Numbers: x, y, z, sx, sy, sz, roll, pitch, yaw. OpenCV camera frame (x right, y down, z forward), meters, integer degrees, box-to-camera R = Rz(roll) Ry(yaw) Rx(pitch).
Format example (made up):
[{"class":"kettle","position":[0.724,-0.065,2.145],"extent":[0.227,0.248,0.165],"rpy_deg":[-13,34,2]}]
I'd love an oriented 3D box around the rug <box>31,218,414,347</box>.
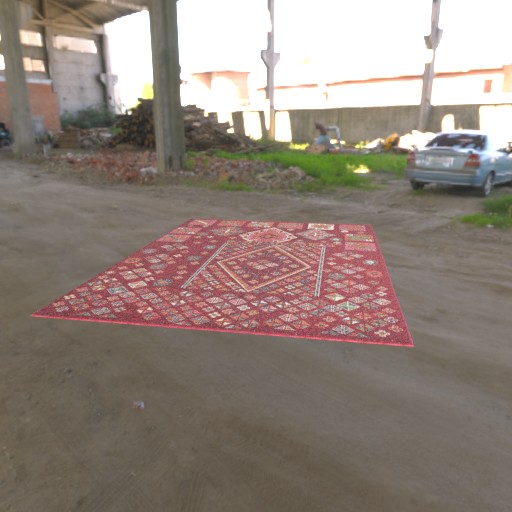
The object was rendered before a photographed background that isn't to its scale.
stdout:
[{"class":"rug","position":[0.000,0.000,4.244],"extent":[2.389,0.011,3.306],"rpy_deg":[3,16,10]}]
